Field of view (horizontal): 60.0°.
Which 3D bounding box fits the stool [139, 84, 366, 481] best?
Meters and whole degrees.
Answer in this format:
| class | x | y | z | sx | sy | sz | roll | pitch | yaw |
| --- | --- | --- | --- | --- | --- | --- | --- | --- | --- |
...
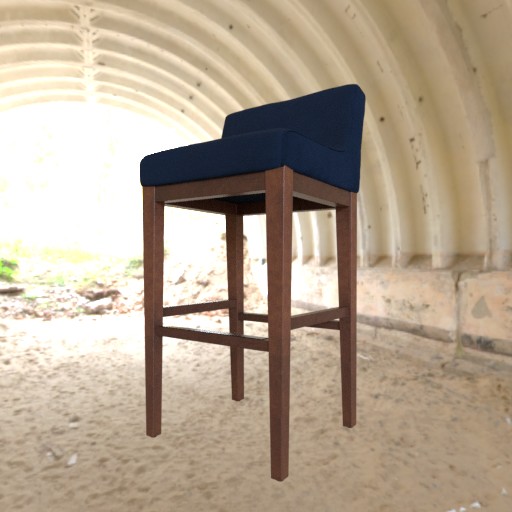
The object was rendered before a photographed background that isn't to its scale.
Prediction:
| class | x | y | z | sx | sy | sz | roll | pitch | yaw |
| --- | --- | --- | --- | --- | --- | --- | --- | --- | --- |
| stool | 0.000 | 0.000 | 1.324 | 0.511 | 1.037 | 0.500 | 0 | 0 | 36 |
